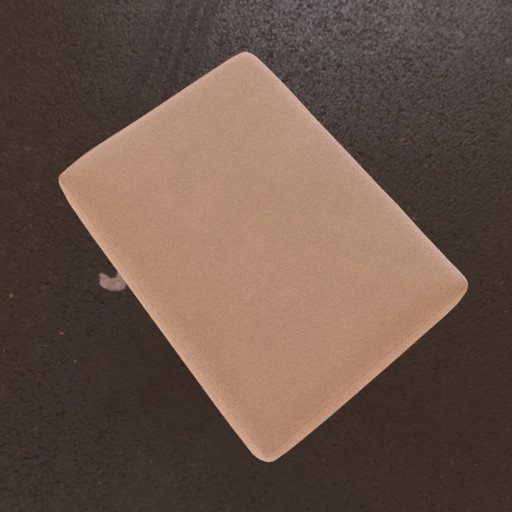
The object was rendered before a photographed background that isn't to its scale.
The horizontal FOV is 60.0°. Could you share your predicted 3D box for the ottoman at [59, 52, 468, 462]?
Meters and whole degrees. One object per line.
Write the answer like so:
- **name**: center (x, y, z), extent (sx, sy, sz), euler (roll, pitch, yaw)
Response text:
- **ottoman**: center (0.000, 0.000, 1.134), extent (0.569, 0.499, 0.773), euler (-37, 78, -10)
